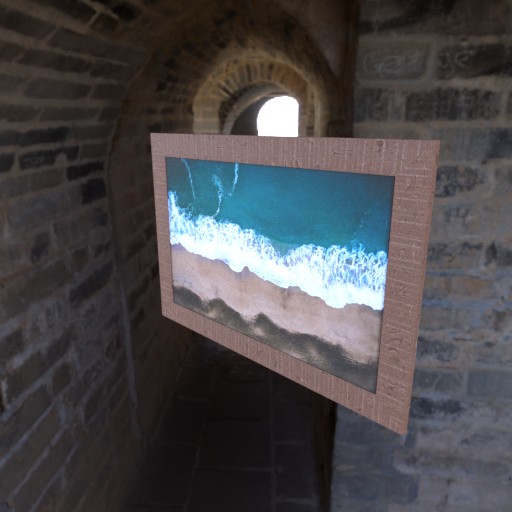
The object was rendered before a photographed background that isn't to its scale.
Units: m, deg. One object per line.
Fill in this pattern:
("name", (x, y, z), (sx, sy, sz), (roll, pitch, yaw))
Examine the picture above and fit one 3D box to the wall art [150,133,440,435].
("wall art", (0.000, 0.000, 1.195), (0.917, 0.626, 0.019), (16, 23, 42))
